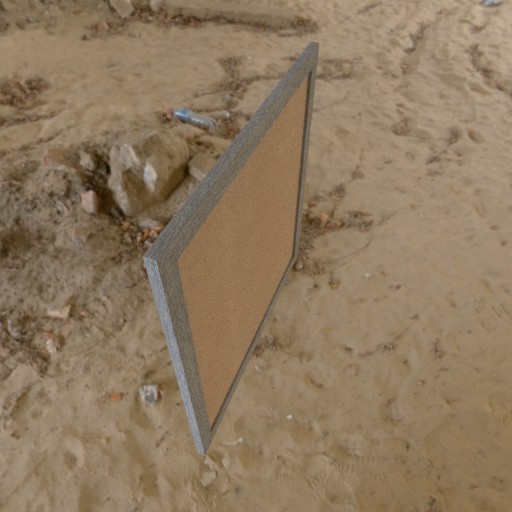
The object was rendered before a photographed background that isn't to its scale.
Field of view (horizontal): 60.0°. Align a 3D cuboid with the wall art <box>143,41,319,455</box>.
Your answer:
[{"bbox_3d":[0.000,0.000,1.002,0.020,0.685,0.685,17,50,15],"label":"wall art"}]
